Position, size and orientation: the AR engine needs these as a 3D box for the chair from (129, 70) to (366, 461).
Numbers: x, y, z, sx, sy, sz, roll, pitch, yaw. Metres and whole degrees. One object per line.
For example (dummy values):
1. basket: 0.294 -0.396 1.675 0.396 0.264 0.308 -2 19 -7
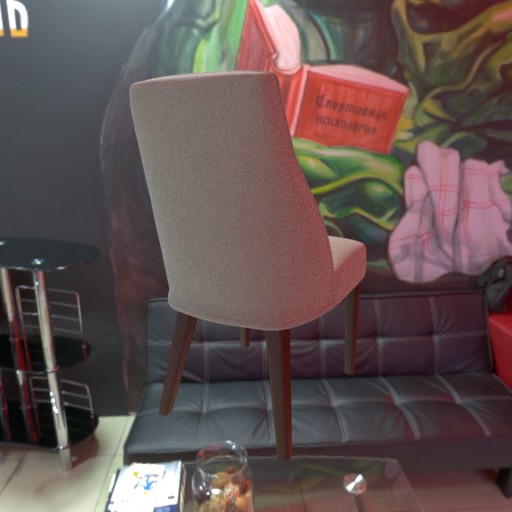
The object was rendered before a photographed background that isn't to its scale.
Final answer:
1. chair: 0.000 0.000 1.292 0.500 0.930 0.620 8 16 28
